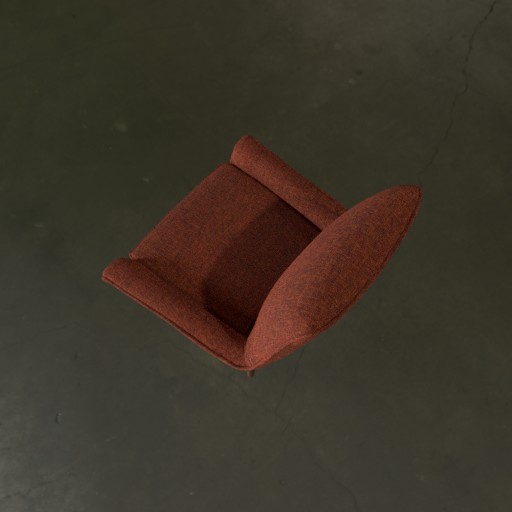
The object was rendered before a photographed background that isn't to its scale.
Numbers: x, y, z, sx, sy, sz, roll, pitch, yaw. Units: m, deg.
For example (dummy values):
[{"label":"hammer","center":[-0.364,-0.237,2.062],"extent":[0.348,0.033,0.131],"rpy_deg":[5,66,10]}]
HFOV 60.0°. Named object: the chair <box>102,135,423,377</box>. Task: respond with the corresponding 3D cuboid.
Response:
[{"label":"chair","center":[0.000,0.000,1.562],"extent":[0.784,0.911,0.803],"rpy_deg":[36,69,16]}]
